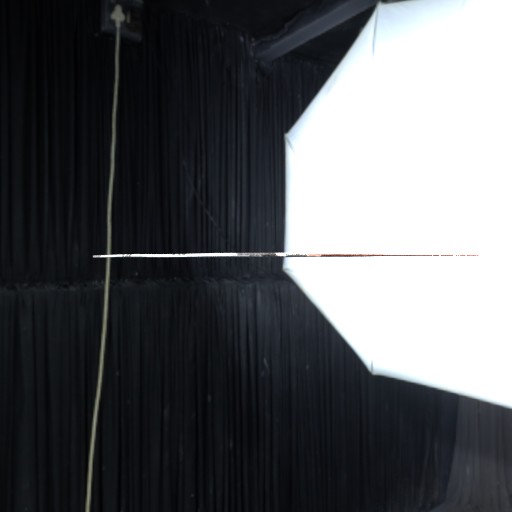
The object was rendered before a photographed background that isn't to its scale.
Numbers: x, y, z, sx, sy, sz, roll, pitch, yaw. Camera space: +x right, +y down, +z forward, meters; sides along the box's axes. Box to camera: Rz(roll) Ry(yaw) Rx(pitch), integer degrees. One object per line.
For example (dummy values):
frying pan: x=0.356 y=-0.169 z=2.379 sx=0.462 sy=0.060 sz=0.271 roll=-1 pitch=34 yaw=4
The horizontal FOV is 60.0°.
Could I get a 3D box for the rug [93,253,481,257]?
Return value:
rug: x=0.000 y=0.000 z=2.991 sx=1.530 sy=0.017 sz=2.446 roll=0 pitch=0 yaw=-36
